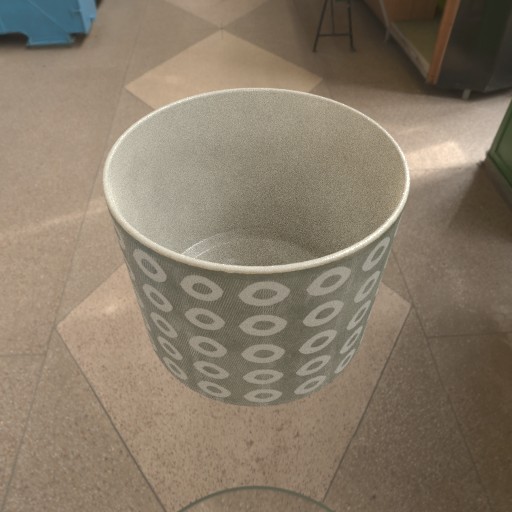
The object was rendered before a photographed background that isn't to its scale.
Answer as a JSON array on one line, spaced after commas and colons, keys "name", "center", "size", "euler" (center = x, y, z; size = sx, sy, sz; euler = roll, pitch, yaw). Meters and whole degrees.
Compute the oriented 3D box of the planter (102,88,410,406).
[{"name": "planter", "center": [0.000, 0.000, 0.346], "size": [0.190, 0.181, 0.190], "euler": [0, 47, 0]}]
